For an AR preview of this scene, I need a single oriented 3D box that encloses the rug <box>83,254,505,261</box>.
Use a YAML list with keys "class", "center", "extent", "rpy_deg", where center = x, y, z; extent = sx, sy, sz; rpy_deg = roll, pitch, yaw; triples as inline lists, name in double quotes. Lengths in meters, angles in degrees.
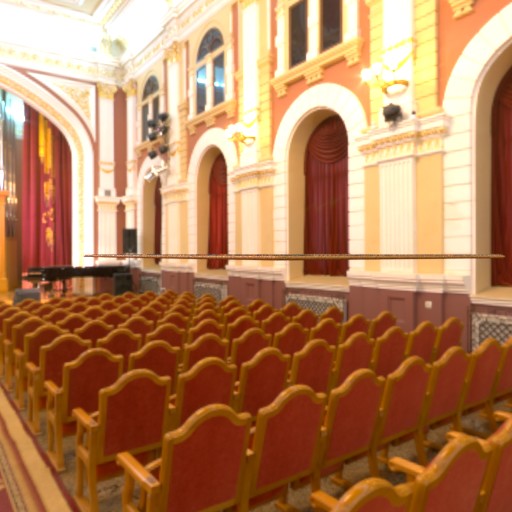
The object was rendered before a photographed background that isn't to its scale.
- class: "rug"
  center: [0.000, 0.000, 1.036]
  extent: [0.557, 0.008, 0.863]
  rpy_deg: [0, 0, -36]
